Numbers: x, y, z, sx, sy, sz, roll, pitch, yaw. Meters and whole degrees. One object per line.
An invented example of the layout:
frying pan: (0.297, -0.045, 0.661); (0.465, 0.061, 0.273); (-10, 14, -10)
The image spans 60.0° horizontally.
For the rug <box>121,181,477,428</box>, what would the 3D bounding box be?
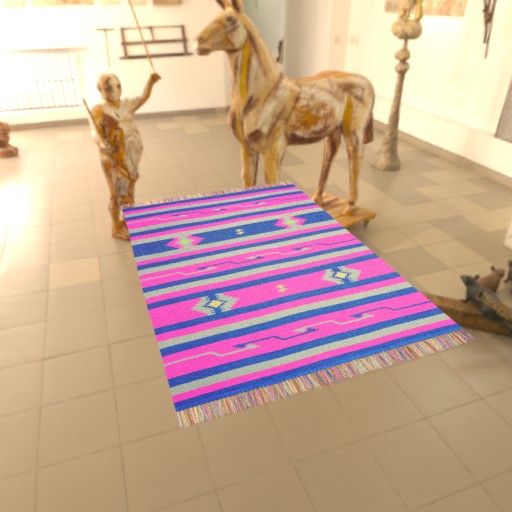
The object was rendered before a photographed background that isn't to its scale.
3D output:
rug: (0.000, 0.000, 2.958); (1.539, 0.013, 2.350); (-11, 33, -17)
